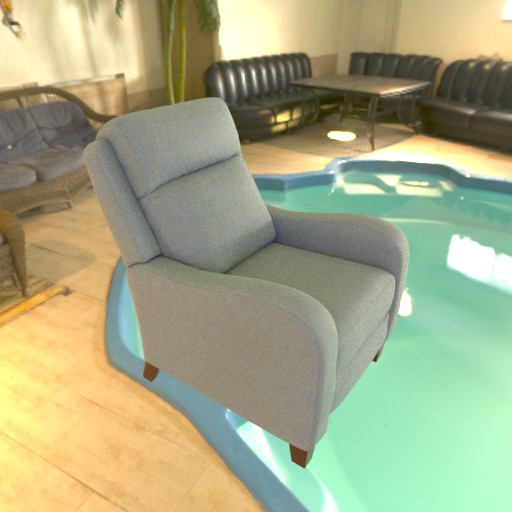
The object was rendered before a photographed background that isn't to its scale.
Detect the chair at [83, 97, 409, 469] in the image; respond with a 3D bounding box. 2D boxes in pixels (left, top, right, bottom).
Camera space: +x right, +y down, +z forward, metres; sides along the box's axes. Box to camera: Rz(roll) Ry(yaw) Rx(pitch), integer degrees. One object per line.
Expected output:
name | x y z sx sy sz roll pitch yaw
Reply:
chair | 0.000 0.000 1.732 0.988 1.067 0.785 18 33 30
